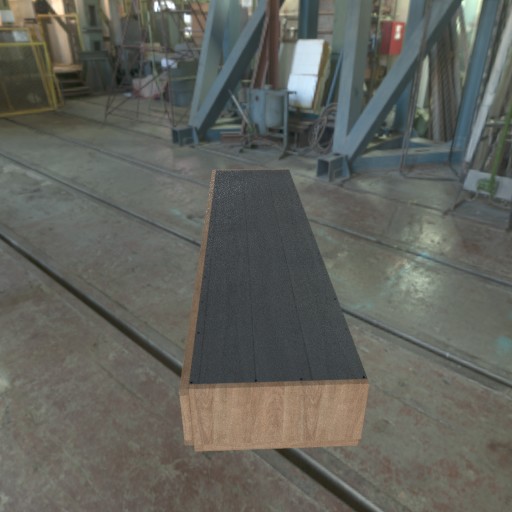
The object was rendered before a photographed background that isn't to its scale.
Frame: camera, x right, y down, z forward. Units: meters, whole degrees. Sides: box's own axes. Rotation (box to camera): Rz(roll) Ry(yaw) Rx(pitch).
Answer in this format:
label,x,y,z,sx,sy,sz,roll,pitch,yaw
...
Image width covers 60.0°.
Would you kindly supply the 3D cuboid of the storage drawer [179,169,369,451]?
label,x,y,z,sx,sy,sz,roll,pitch,yaw
storage drawer,0.000,0.000,2.160,0.538,0.264,2.032,-1,28,-2
